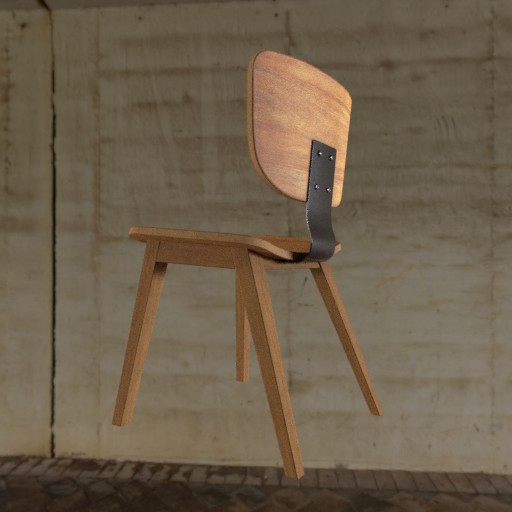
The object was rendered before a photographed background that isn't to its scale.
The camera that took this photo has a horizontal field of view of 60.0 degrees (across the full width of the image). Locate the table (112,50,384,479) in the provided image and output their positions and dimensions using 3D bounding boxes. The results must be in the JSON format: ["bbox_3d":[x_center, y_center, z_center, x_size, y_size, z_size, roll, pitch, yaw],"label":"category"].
[{"bbox_3d":[0.000,0.000,1.115,0.500,0.805,0.499,0,0,37],"label":"table"}]
